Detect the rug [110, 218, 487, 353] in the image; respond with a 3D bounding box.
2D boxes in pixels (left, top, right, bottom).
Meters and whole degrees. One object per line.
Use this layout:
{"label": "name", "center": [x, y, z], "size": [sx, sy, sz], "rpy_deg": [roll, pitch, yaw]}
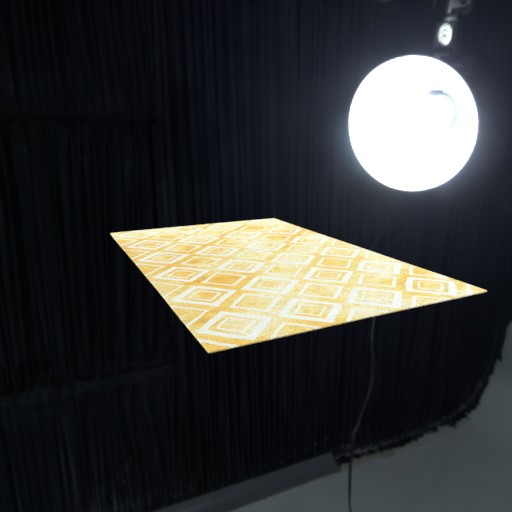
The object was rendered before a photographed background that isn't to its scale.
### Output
{"label": "rug", "center": [0.000, 0.000, 2.349], "size": [1.213, 0.010, 1.829], "rpy_deg": [-7, 17, -25]}
